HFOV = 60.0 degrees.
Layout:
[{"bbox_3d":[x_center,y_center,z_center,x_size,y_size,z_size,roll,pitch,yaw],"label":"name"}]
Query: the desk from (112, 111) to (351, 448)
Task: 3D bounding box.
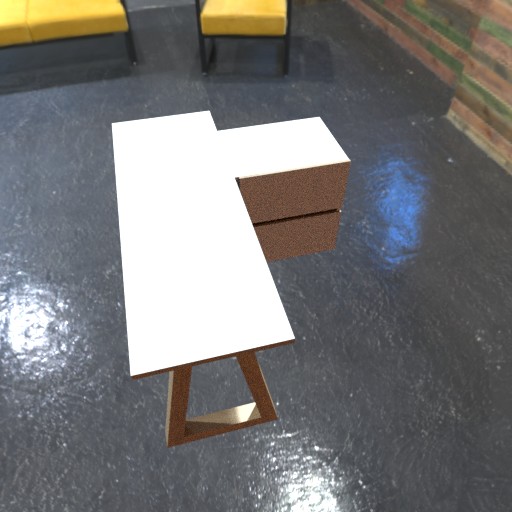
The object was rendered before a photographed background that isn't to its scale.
[{"bbox_3d":[0.000,0.000,2.085,1.098,0.755,1.404,-11,48,-10],"label":"desk"}]
